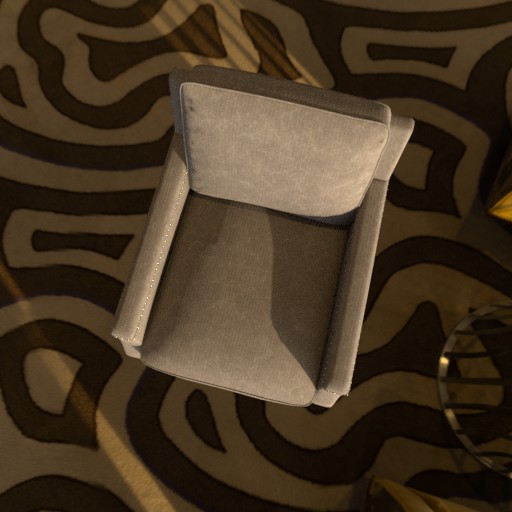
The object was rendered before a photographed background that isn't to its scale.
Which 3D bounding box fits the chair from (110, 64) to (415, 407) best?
[{"bbox_3d":[0.000,0.000,1.691,0.853,0.948,1.014,14,76,3],"label":"chair"}]
